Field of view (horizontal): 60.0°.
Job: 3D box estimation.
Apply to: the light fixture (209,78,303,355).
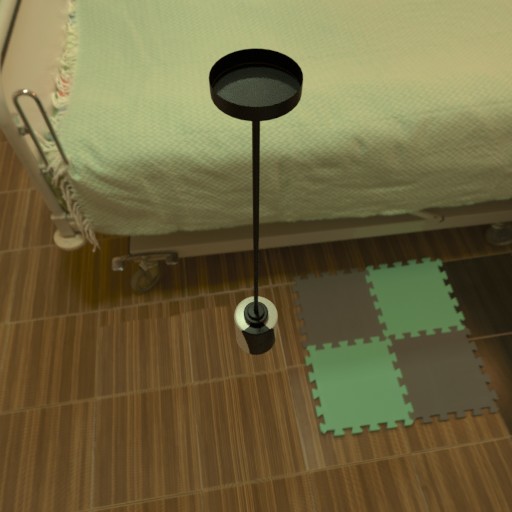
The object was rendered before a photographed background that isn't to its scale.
[{"bbox_3d":[0.000,0.000,0.940,0.123,0.863,0.123,-33,63,-20],"label":"light fixture"}]
